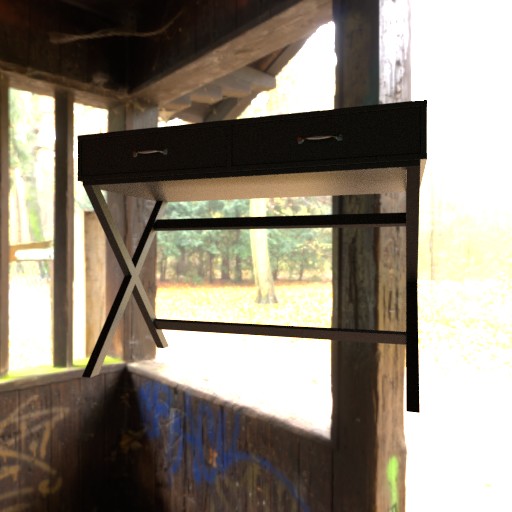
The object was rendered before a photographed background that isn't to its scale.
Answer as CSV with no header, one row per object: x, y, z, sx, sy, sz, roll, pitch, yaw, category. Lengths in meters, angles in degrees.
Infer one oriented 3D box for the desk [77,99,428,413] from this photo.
0.000,0.000,1.495,1.057,0.780,0.525,0,0,19,desk
